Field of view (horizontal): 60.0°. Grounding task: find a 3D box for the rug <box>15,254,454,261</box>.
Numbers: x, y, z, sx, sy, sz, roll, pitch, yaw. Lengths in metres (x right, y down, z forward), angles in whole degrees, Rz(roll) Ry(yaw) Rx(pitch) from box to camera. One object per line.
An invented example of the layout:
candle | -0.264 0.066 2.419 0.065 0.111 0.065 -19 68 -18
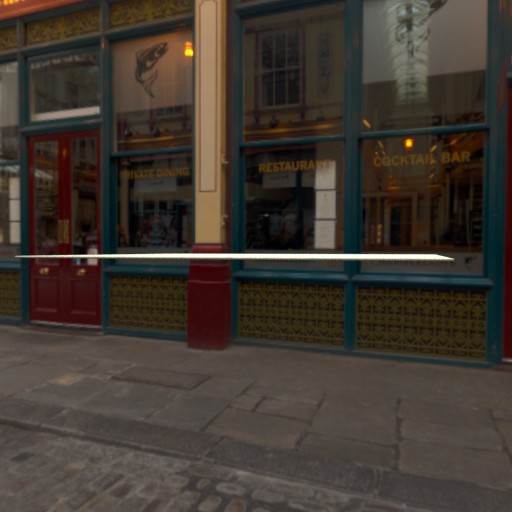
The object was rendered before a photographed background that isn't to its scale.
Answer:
rug | 0.000 0.000 4.117 3.204 0.016 2.452 0 1 20
